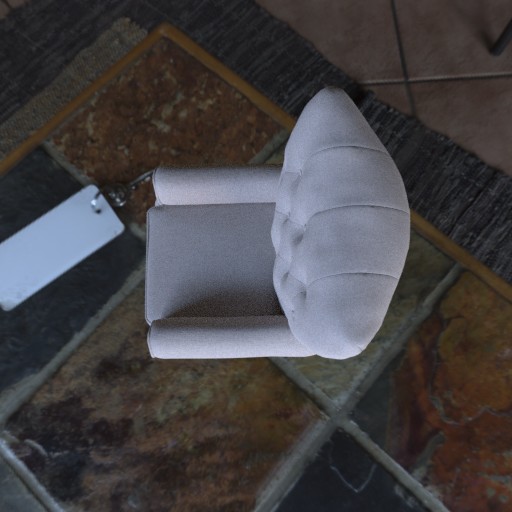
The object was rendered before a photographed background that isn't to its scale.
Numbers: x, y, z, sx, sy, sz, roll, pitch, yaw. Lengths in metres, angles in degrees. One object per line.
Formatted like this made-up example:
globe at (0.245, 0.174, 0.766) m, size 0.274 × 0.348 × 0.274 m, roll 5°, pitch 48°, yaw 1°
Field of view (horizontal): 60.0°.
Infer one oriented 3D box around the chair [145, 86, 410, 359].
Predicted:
chair at (0.000, 0.000, 1.966) m, size 1.025 × 1.209 × 0.942 m, roll -1°, pitch 75°, yaw 0°
